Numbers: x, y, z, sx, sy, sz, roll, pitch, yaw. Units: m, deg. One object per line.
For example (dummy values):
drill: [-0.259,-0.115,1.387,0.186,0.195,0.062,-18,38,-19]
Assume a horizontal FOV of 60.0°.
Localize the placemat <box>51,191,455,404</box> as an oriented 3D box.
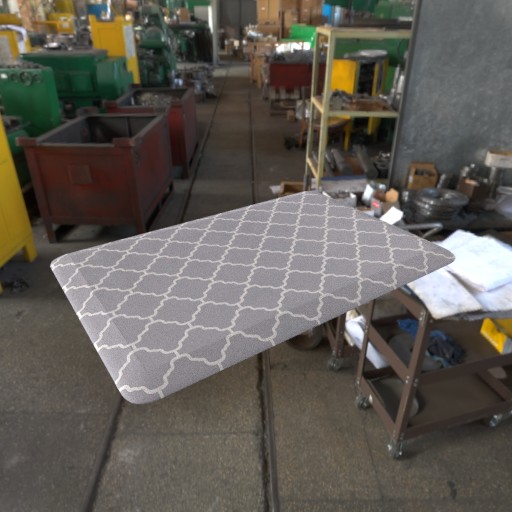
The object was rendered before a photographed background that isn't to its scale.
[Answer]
placemat: [0.000,0.000,0.972,0.762,0.021,0.508,-18,34,-30]
